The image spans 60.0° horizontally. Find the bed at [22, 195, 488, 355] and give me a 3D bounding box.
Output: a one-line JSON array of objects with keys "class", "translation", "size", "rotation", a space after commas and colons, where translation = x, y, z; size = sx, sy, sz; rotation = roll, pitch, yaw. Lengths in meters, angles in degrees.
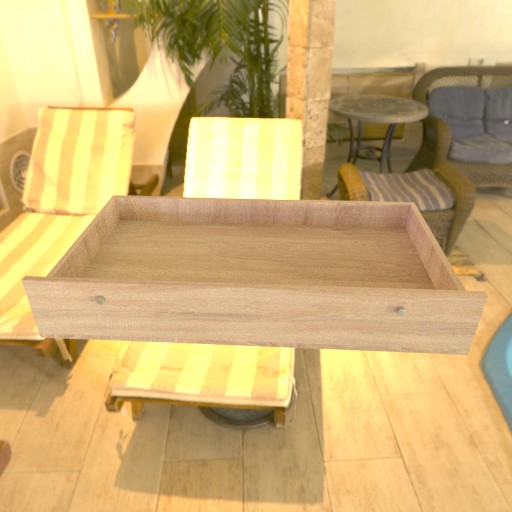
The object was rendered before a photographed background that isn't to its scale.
[{"class": "bed", "translation": [0.000, 0.000, 1.472], "size": [1.200, 0.209, 0.685], "rotation": [2, 31, 3]}]
